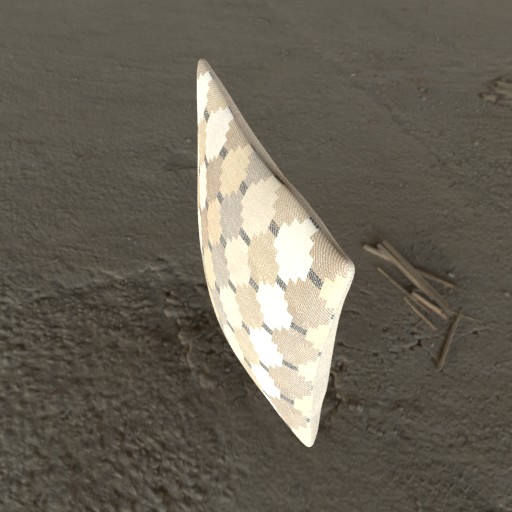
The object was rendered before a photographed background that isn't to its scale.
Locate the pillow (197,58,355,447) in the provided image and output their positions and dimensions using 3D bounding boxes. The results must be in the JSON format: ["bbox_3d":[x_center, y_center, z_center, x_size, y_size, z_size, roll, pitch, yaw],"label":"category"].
[{"bbox_3d":[0.000,0.000,0.868,0.192,0.558,0.578,-17,49,-15],"label":"pillow"}]
